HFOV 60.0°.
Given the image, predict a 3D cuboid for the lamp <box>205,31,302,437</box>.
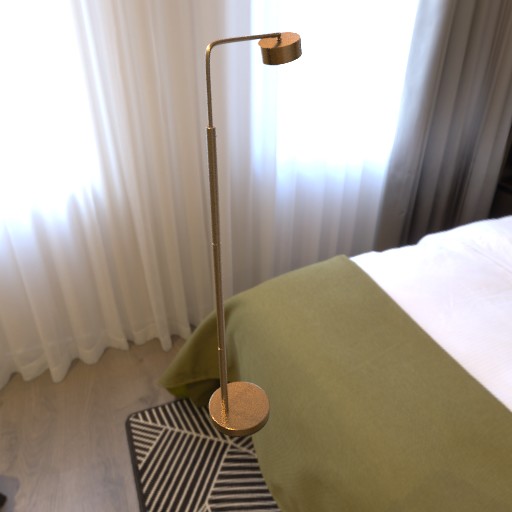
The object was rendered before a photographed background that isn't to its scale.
[{"bbox_3d":[0.000,0.000,1.379,0.219,1.230,0.418,21,36,31],"label":"lamp"}]
